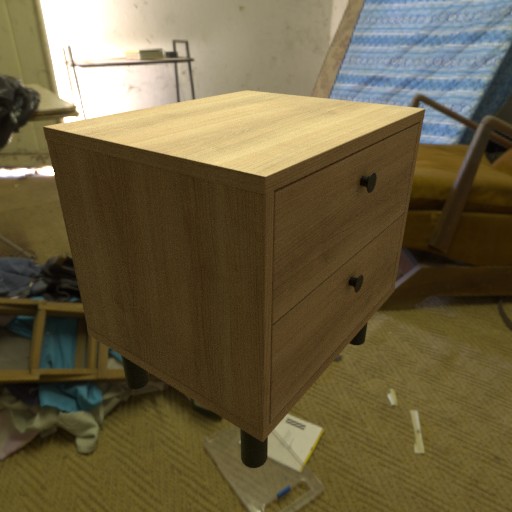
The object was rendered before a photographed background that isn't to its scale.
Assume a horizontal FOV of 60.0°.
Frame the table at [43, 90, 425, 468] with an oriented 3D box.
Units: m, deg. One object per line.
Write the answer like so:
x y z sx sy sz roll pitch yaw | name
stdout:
0.000 0.000 0.757 0.380 0.460 0.445 19 33 32 | table
